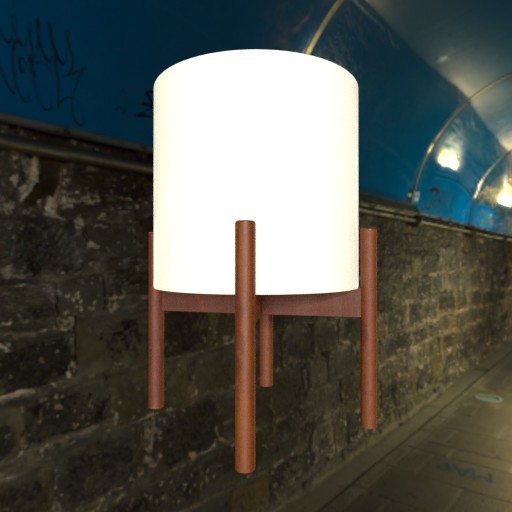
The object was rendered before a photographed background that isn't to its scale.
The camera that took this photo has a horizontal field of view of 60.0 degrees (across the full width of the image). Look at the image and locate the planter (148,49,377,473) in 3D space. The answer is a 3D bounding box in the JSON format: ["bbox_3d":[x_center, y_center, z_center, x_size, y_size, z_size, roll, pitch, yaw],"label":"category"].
[{"bbox_3d":[0.000,0.000,0.926,0.417,0.670,0.417,0,0,-35],"label":"planter"}]
